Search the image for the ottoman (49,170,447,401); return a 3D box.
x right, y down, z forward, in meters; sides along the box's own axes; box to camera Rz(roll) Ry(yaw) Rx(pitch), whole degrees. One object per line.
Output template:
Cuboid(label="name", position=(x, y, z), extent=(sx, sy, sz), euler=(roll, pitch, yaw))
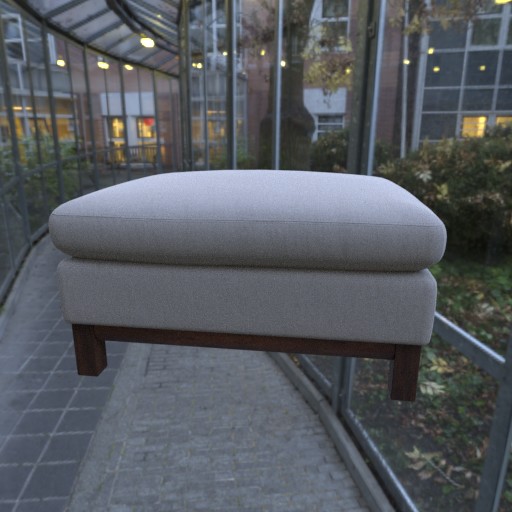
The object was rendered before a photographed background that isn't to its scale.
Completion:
Cuboid(label="ottoman", position=(0.000, 0.000, 1.127), extent=(0.771, 0.420, 0.606), euler=(2, 16, 8))
